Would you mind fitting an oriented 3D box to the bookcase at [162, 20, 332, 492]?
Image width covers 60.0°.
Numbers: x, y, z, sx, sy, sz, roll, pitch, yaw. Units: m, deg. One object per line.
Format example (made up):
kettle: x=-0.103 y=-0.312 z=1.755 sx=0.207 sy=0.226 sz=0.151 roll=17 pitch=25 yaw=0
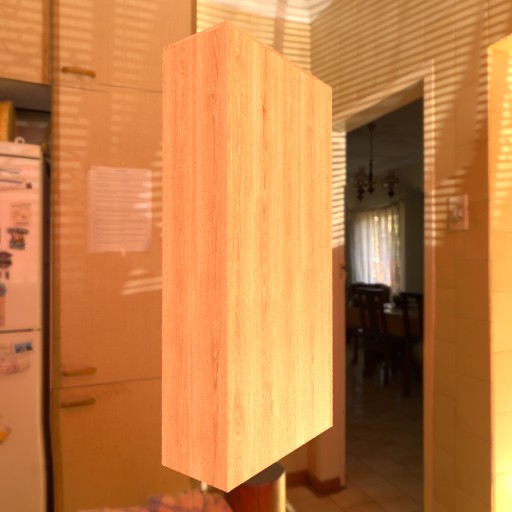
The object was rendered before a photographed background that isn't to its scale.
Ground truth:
bookcase: x=0.000 y=0.000 z=2.398 sx=0.420 sy=2.020 sz=0.950 roll=0 pitch=-1 yaw=37
